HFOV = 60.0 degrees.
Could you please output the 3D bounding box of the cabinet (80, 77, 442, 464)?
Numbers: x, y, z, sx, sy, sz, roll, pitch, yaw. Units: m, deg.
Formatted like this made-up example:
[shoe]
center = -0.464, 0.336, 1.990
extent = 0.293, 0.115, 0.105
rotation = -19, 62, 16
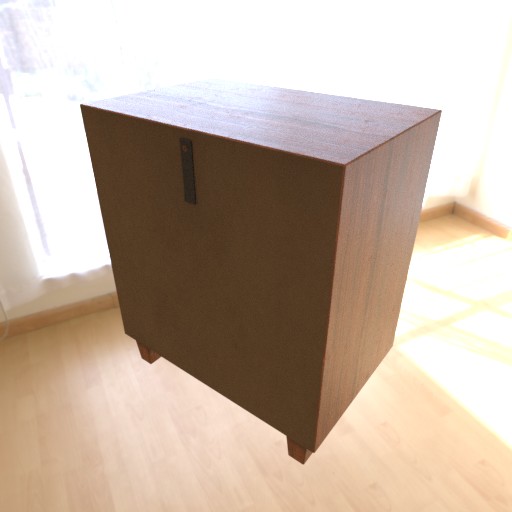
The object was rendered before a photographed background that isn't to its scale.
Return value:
[cabinet]
center = 0.000, 0.000, 1.064
extent = 0.607, 0.695, 0.410
rotation = 22, 37, 32
